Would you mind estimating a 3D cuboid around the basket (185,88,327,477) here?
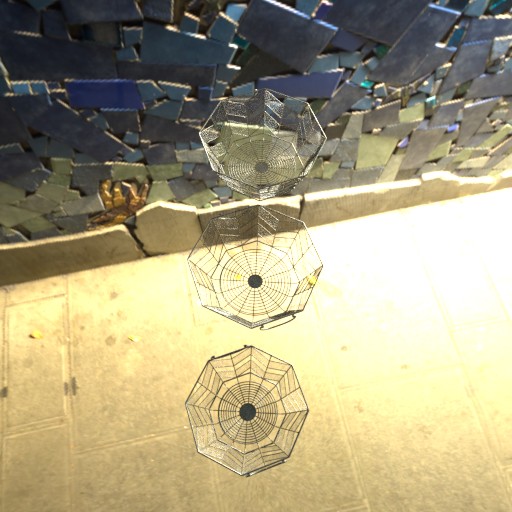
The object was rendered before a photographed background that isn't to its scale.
[{"bbox_3d":[0.000,0.000,1.394,0.432,0.178,1.246,3,64,1],"label":"basket"}]
